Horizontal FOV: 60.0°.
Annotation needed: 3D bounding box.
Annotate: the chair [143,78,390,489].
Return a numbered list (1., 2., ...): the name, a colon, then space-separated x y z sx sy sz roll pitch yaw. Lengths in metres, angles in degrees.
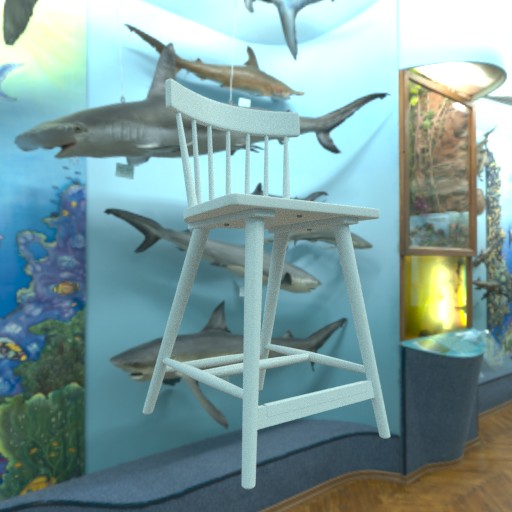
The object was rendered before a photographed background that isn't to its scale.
1. chair: 0.000 0.000 1.256 0.483 0.952 0.572 1 -1 -36
